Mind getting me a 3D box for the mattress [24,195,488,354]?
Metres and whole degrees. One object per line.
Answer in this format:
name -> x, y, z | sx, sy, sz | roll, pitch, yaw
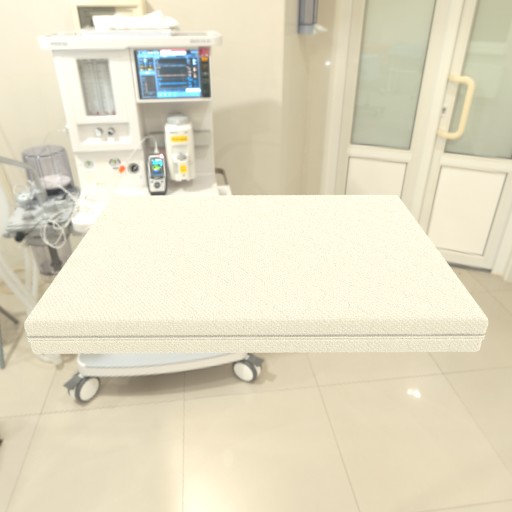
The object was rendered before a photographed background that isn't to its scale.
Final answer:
mattress -> 0.000, 0.000, 2.526 | 2.000, 0.200, 1.400 | 0, 30, 0
